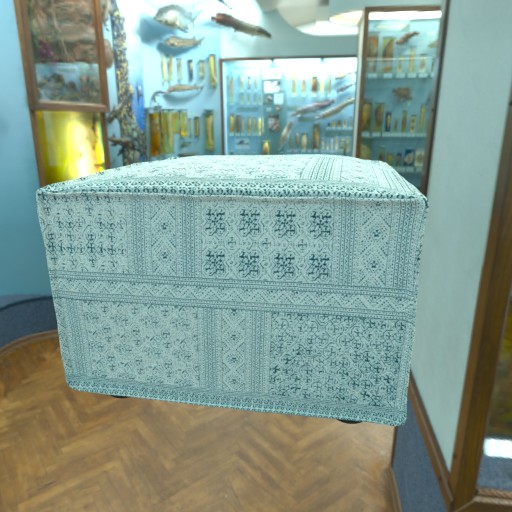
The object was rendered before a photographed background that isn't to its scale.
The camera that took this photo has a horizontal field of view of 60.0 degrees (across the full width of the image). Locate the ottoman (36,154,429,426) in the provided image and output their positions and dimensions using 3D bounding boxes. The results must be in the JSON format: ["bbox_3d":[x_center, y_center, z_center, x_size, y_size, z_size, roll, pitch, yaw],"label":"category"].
[{"bbox_3d":[0.000,0.000,1.001,0.626,0.439,0.617,3,17,9],"label":"ottoman"}]
